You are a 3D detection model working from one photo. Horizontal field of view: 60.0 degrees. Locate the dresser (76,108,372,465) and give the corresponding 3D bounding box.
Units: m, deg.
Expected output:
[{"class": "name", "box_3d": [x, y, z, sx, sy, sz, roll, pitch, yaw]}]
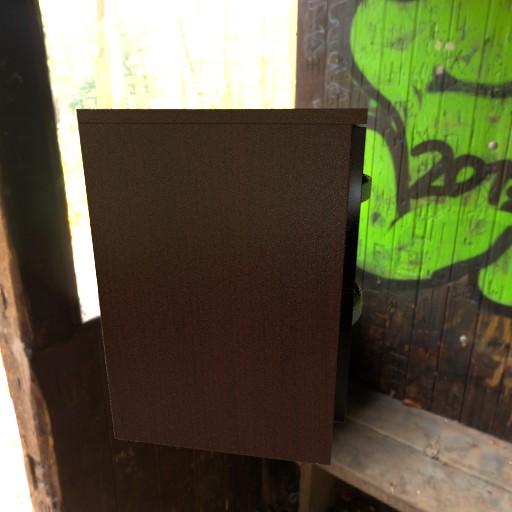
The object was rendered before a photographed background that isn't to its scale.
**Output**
[{"class": "dresser", "box_3d": [0.000, 0.000, 0.750, 0.360, 0.470, 0.400, 3, 18, 9]}]
